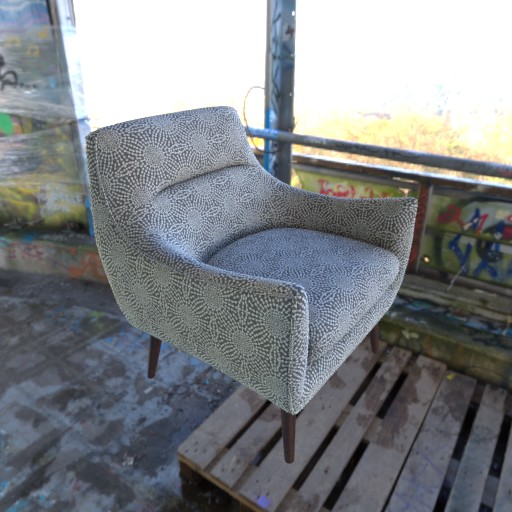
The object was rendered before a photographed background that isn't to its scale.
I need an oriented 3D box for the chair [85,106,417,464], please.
[{"bbox_3d":[0.000,0.000,1.436,0.787,0.838,0.762,18,32,32],"label":"chair"}]
